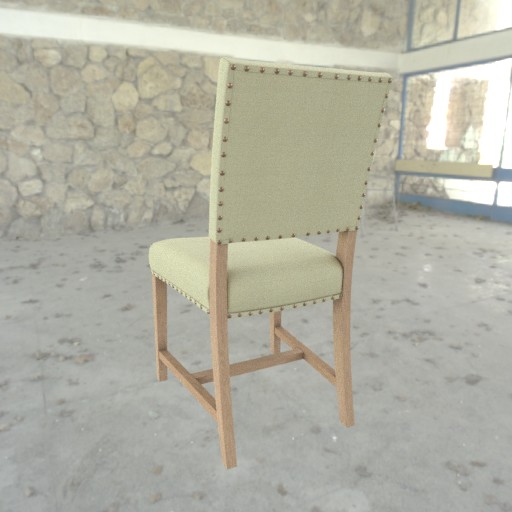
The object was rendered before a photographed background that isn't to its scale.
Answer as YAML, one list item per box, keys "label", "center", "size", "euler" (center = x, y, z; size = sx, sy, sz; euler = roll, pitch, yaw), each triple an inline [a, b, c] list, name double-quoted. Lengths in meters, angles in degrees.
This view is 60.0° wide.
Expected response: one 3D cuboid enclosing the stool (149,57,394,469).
- label: "stool"
  center: [0.000, 0.000, 1.333]
  size: [0.508, 0.986, 0.623]
  euler: [-7, 15, -26]
